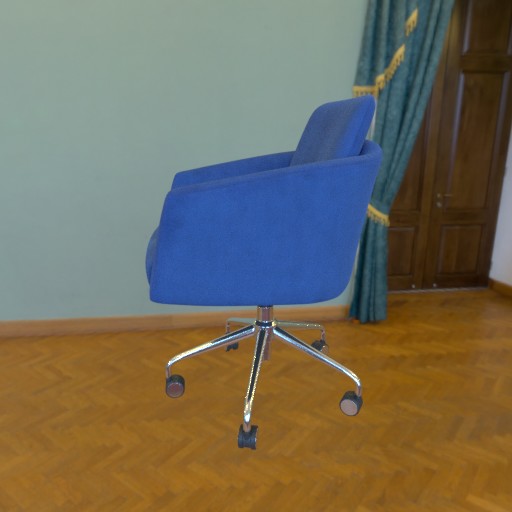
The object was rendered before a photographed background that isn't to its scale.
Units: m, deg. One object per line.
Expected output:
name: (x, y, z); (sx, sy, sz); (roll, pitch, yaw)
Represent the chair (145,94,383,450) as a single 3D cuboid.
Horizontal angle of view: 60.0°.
chair: (0.000, 0.000, 1.346); (0.635, 0.908, 0.641); (-2, 16, -8)
